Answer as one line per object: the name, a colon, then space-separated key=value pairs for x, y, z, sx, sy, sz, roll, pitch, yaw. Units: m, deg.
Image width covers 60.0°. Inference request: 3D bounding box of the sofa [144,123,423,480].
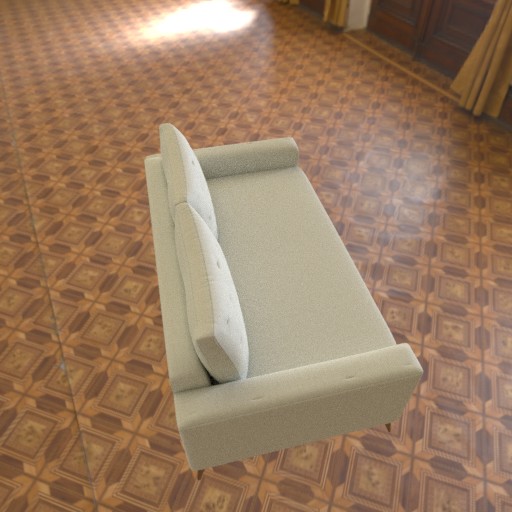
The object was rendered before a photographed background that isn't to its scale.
sofa: x=0.000 y=0.000 z=2.150 sx=0.920 sy=0.790 sz=1.650 roll=-10 pitch=47 yaw=-9
